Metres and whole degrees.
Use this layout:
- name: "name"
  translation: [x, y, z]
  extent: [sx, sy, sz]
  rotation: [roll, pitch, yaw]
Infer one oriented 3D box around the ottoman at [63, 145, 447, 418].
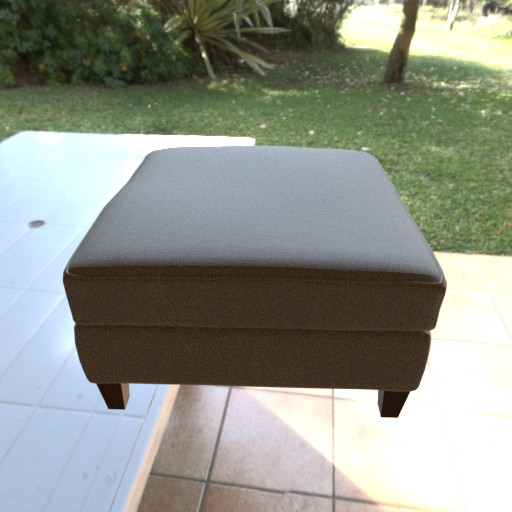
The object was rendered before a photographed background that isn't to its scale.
- name: "ottoman"
  translation: [0.000, 0.000, 1.361]
  extent: [0.838, 0.503, 0.838]
  rotation: [1, 32, 2]
